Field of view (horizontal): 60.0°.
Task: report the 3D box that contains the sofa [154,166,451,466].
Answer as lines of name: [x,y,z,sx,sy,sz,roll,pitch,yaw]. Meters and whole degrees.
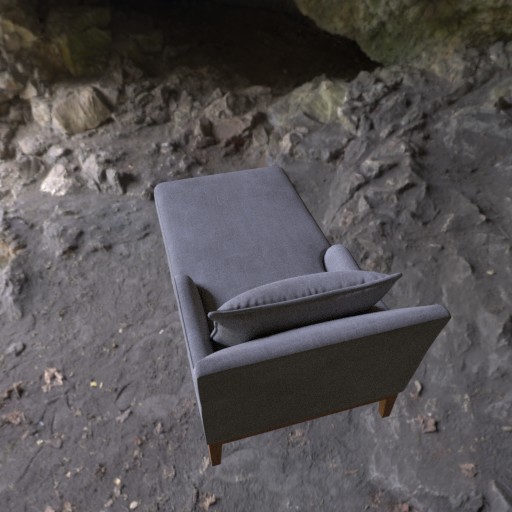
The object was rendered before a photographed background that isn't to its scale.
sofa: [0.000,0.000,2.299,0.894,0.859,1.779,-11,43,-12]
